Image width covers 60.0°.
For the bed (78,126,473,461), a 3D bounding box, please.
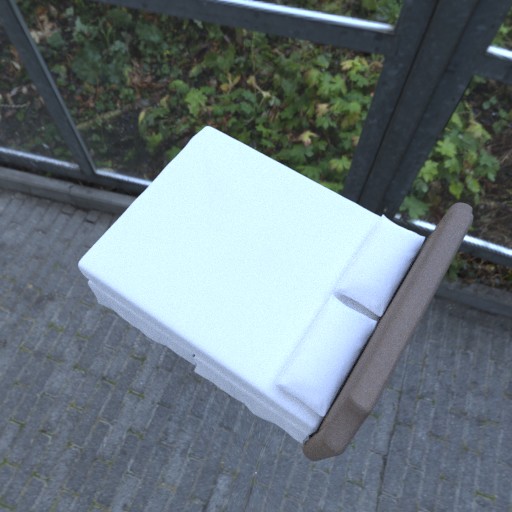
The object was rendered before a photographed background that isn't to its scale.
[{"bbox_3d":[0.000,0.000,3.070,2.116,1.290,1.693,31,68,14],"label":"bed"}]
